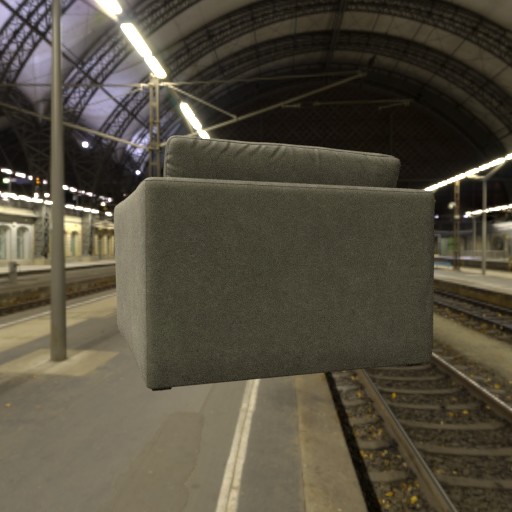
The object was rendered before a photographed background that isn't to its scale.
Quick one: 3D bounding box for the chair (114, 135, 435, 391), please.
[{"bbox_3d":[0.000,0.000,1.966,1.190,0.845,1.091,0,1,-18],"label":"chair"}]
